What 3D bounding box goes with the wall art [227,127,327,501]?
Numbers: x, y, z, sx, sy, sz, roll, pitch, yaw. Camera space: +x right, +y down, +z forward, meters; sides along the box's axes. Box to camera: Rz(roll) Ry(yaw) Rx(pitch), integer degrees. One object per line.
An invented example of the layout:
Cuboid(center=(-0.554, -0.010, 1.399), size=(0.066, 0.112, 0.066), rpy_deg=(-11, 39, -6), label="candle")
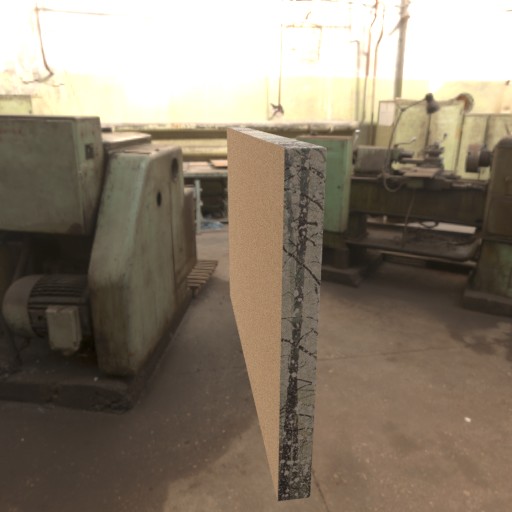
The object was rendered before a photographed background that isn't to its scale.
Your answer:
Cuboid(center=(0.000, 0.000, 0.744), size=(0.042, 0.398, 0.618), rpy_deg=(-2, 18, -8), label="wall art")
